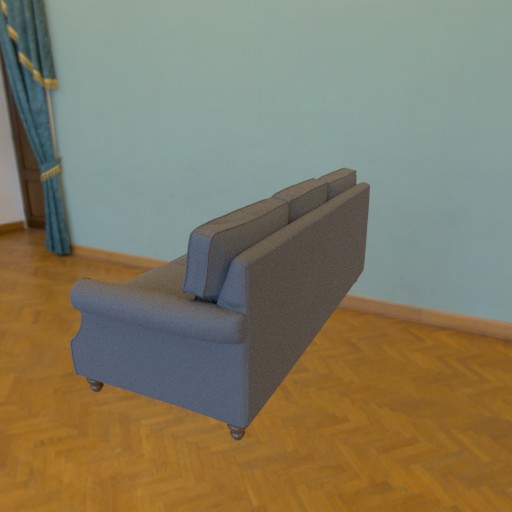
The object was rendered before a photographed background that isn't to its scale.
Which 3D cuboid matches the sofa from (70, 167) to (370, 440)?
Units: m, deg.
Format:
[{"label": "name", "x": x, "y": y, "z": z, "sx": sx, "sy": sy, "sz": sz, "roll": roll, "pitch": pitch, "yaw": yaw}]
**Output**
[{"label": "sofa", "x": 0.000, "y": 0.000, "z": 2.819, "sx": 0.966, "sy": 0.948, "sz": 2.353, "roll": 8, "pitch": 20, "yaw": 24}]
